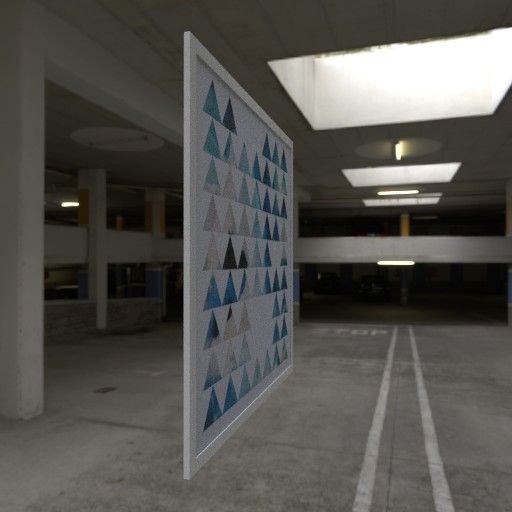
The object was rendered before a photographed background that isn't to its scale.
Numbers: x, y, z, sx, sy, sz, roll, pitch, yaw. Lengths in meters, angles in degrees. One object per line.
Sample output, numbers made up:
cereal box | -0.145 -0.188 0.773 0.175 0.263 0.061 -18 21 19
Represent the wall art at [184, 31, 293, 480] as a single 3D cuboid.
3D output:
wall art | 0.000 0.000 0.668 0.007 0.456 0.456 0 0 18
